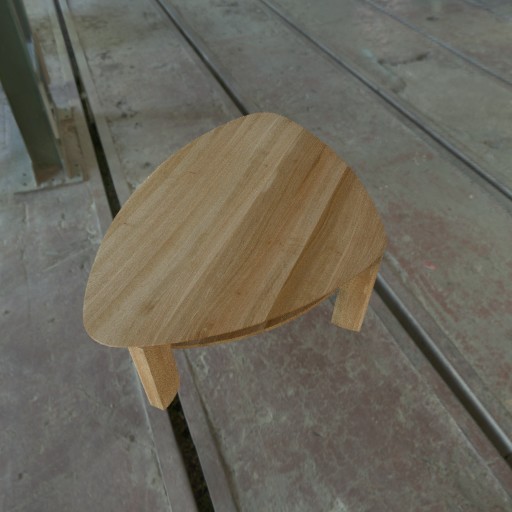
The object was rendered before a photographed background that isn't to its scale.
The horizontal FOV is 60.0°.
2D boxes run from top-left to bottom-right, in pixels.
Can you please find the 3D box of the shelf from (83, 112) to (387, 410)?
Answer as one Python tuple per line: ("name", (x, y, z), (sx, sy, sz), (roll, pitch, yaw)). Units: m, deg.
("shelf", (0.000, 0.000, 1.633), (0.863, 0.439, 1.240), (17, 49, 15))
